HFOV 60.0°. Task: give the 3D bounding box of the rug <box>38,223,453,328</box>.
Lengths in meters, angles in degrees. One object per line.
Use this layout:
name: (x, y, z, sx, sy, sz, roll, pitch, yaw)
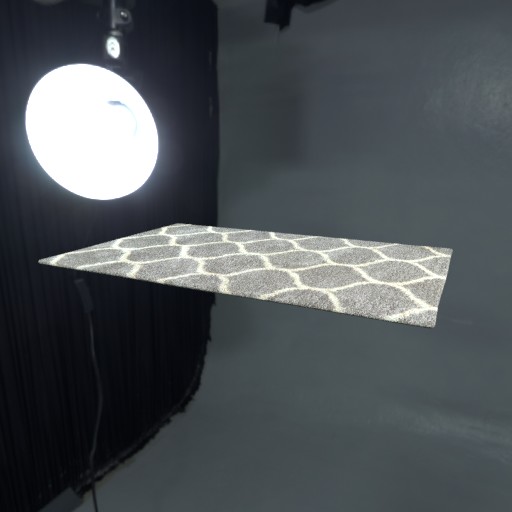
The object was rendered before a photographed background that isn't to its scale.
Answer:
rug: (0.000, 0.000, 2.958, 2.348, 0.025, 1.501, 7, 16, 25)
